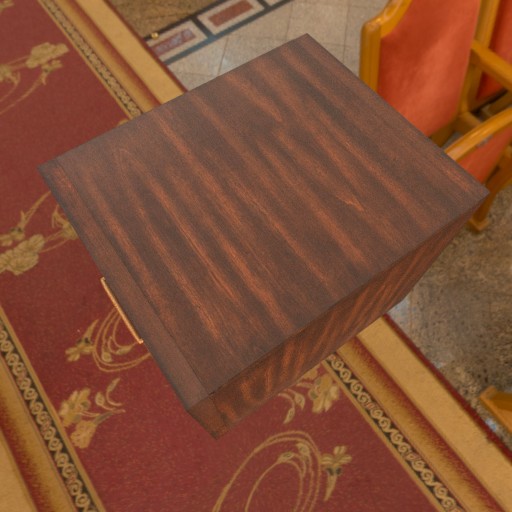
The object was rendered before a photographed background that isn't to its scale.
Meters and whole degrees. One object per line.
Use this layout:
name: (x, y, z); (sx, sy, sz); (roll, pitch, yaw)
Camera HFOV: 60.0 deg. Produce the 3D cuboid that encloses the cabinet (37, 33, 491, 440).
cabinet: (0.000, 0.000, 0.814); (0.500, 0.455, 0.402); (-33, 68, -15)
